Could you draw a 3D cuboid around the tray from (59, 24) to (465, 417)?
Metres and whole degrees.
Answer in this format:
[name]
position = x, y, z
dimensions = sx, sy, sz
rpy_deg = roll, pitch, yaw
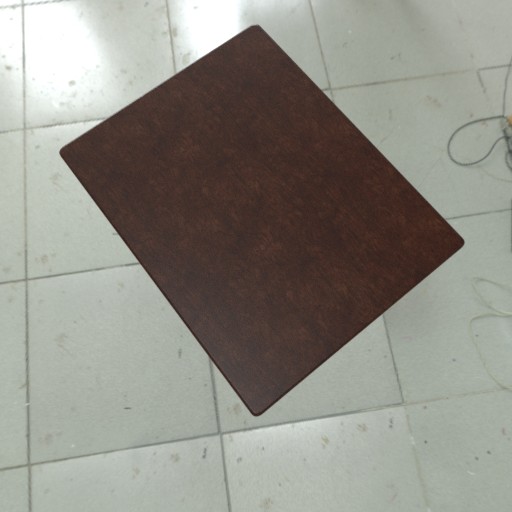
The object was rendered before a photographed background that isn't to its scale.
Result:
[tray]
position = 0.000, 0.000, 0.959
dimensions = 0.381, 0.660, 0.483
rpy_deg = -37, 78, -10
